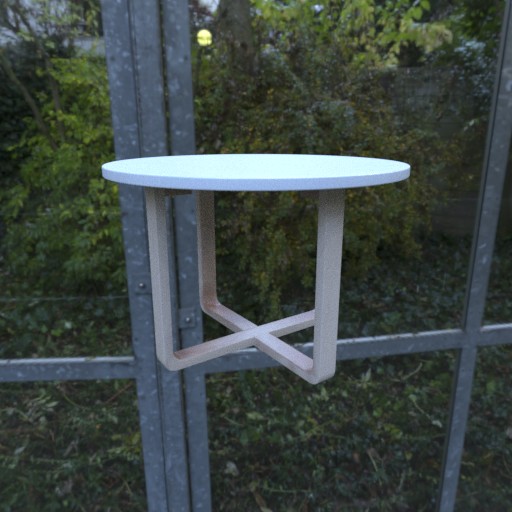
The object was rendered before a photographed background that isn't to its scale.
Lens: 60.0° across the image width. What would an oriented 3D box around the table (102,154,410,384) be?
[{"bbox_3d":[0.000,0.000,0.964,0.600,0.400,0.600,0,16,0],"label":"table"}]
